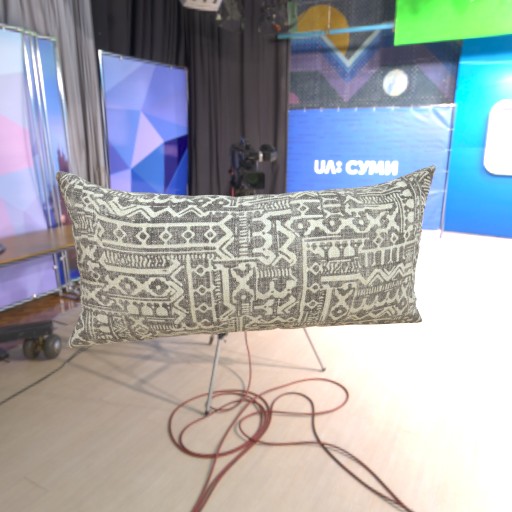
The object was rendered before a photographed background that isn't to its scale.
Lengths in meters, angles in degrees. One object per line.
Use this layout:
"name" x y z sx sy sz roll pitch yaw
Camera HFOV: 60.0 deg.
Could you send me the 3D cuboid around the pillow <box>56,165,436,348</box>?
"pillow" 0.000 0.000 0.740 0.631 0.290 0.148 -3 17 -9
